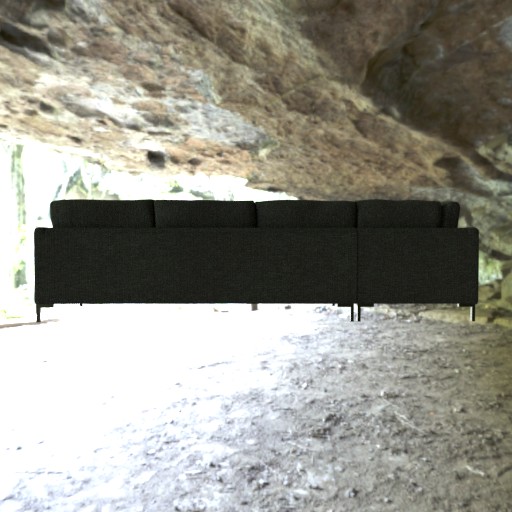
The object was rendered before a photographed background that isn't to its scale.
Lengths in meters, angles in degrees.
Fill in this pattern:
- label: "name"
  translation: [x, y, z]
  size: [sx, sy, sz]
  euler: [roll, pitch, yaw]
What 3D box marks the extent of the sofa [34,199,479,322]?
- label: "sofa"
  translation: [0.000, 0.000, 3.861]
  size: [2.949, 0.815, 2.007]
  euler: [0, 1, -1]
